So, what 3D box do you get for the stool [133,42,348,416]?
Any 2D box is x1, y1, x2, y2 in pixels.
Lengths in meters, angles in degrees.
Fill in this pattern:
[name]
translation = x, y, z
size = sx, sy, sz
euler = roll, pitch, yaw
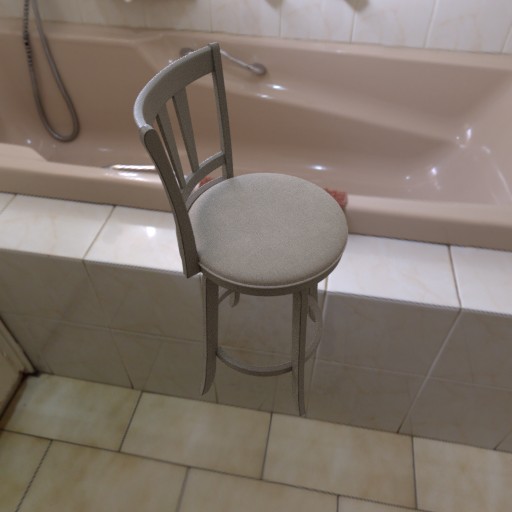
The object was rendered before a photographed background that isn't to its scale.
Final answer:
[stool]
translation = 0.000, 0.000, 1.265
size = 0.486, 0.994, 0.450
euler = 9, 46, 9
